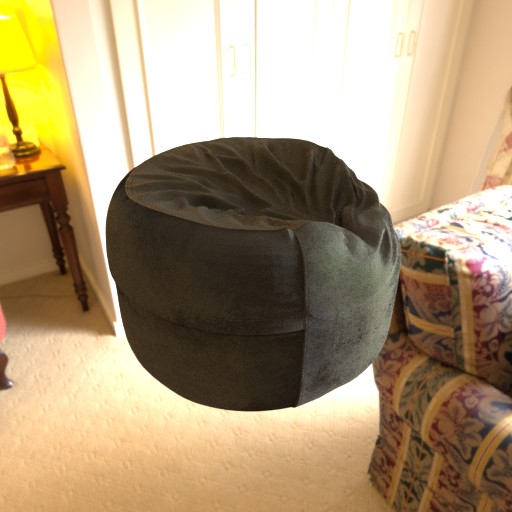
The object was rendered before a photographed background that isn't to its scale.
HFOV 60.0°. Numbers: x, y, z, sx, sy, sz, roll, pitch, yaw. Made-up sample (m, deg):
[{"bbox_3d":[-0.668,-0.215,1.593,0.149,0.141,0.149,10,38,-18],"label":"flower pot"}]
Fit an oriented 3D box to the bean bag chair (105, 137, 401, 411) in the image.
[{"bbox_3d":[0.000,0.000,1.468,0.918,0.605,0.918,0,31,0],"label":"bean bag chair"}]
